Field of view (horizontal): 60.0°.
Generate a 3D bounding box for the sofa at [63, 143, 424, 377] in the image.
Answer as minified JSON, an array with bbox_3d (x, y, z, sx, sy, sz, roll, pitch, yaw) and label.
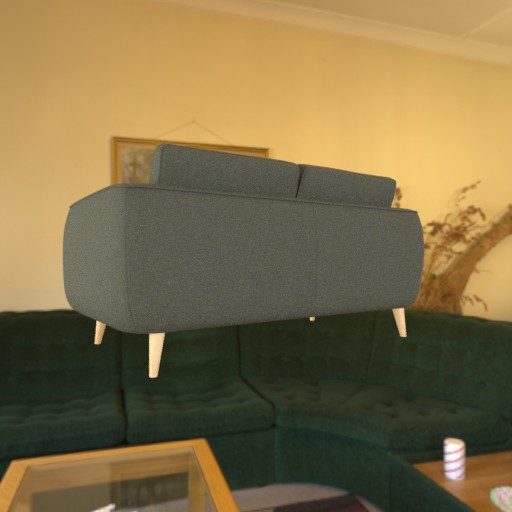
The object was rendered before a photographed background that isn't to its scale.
[{"bbox_3d":[0.000,0.000,2.265,1.700,0.850,0.920,0,0,-35],"label":"sofa"}]
